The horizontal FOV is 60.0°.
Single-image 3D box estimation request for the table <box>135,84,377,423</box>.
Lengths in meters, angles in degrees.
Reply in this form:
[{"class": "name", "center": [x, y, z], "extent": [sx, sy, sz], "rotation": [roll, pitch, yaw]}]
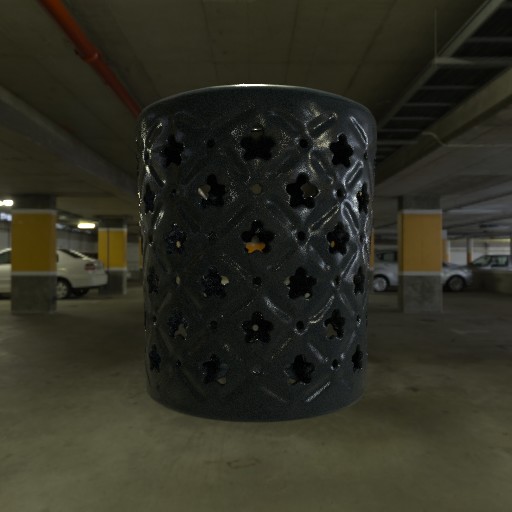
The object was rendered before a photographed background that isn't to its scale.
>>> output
[{"class": "table", "center": [0.000, 0.000, 0.661], "extent": [0.352, 0.387, 0.352], "rotation": [0, -1, 0]}]
